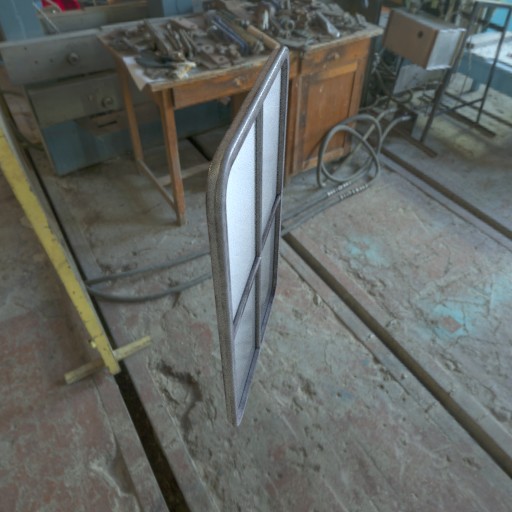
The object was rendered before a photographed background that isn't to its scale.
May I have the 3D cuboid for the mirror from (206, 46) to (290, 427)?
[{"bbox_3d":[0.000,0.000,0.918,0.024,0.713,0.461,10,46,10],"label":"mirror"}]
